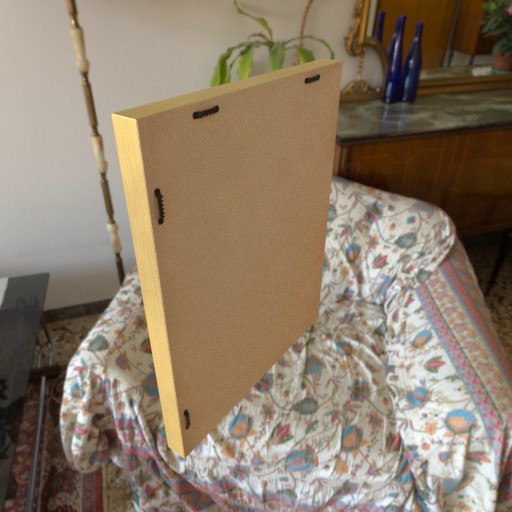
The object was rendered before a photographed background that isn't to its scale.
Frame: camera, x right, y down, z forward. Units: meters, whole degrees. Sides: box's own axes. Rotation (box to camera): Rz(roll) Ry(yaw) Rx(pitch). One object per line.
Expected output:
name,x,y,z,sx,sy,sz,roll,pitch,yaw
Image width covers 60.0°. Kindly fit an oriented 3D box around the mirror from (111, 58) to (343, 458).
mirror,0.000,0.000,0.679,0.041,0.508,0.405,21,38,30
